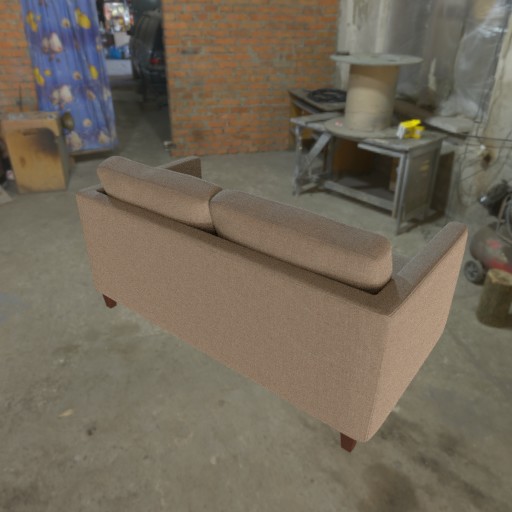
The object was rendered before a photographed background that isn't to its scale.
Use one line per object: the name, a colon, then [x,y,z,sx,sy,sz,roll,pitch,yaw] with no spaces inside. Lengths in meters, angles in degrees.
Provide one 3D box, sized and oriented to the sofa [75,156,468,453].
sofa: [0.000,0.000,2.410,1.884,0.947,0.951,21,35,33]
